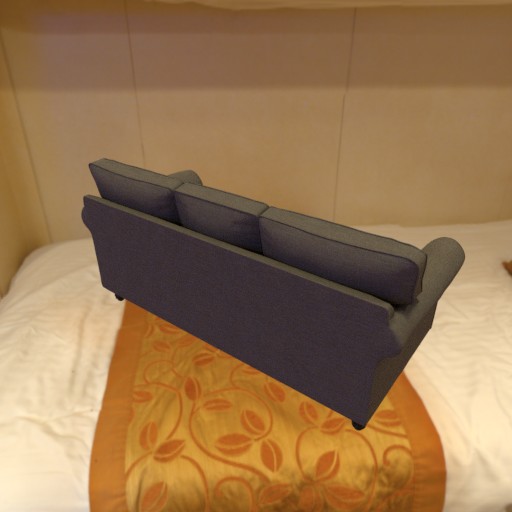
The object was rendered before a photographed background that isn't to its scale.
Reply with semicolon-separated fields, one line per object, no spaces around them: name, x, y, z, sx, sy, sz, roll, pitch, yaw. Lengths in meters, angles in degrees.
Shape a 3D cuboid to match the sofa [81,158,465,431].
sofa;0.000;0.000;2.600;2.084;0.966;0.909;20;35;32
